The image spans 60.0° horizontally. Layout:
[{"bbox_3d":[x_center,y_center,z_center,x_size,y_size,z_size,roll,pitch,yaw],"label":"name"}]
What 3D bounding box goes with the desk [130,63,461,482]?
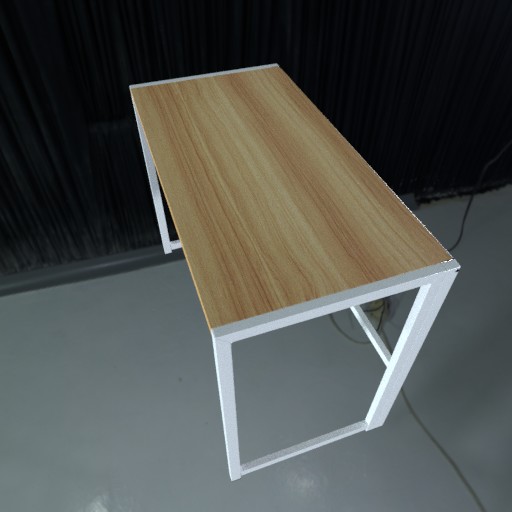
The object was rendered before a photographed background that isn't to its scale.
[{"bbox_3d":[0.000,0.000,1.425,0.508,0.762,1.016,-14,48,-13],"label":"desk"}]
